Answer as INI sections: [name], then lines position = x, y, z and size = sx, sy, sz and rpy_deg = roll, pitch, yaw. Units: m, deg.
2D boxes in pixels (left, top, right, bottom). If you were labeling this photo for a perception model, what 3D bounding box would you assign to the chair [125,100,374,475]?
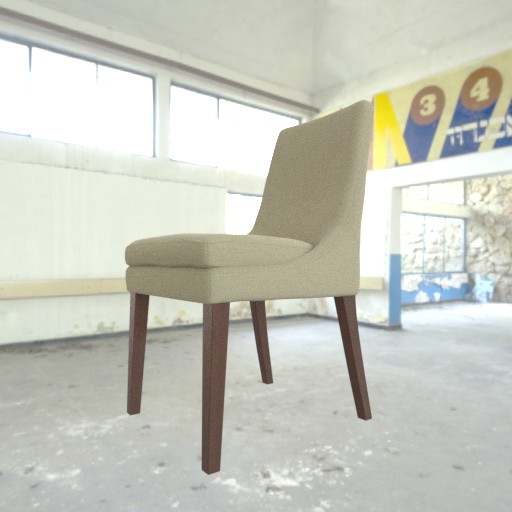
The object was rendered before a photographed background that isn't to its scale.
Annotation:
[chair]
position = 0.000, 0.000, 1.321
size = 0.638, 0.940, 0.515
rpy_deg = 0, -1, -37
